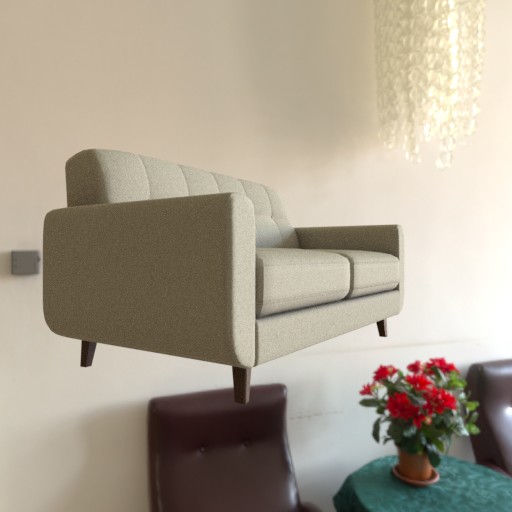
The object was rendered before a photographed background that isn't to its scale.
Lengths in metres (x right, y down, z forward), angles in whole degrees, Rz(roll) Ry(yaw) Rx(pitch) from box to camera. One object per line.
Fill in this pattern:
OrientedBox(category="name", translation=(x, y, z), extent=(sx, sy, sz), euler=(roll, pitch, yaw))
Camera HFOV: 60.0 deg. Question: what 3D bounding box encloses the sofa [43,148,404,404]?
OrientedBox(category="sofa", translation=(0.000, 0.000, 2.144), extent=(0.980, 0.892, 1.655), euler=(0, 0, 34))
